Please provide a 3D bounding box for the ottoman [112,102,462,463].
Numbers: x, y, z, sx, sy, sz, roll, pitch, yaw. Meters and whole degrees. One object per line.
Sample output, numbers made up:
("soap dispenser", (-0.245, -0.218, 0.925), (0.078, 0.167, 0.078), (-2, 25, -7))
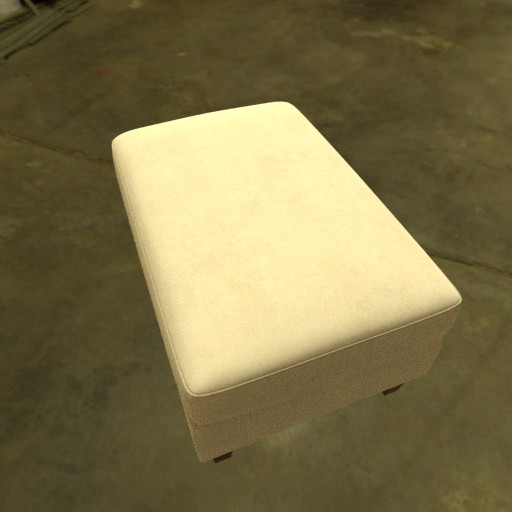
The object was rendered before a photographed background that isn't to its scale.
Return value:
("ottoman", (0.000, 0.000, 1.186), (0.584, 0.483, 0.864), (-16, 49, -14))
